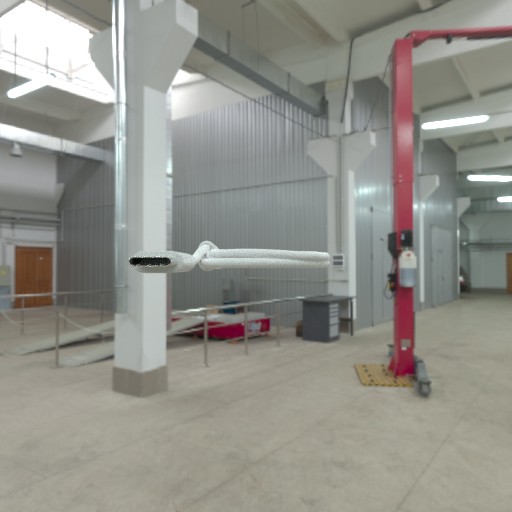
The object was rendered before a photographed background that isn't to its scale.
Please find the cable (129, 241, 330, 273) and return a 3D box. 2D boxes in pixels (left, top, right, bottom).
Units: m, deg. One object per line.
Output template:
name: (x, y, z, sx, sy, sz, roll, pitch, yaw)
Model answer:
cable: (0.000, 0.000, 0.209, 0.070, 0.014, 0.186, 0, -1, 0)
